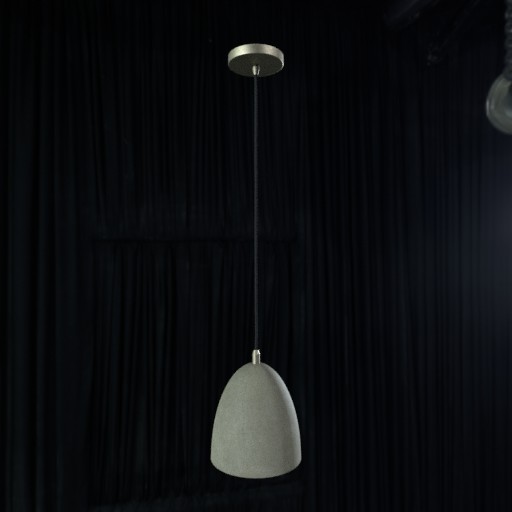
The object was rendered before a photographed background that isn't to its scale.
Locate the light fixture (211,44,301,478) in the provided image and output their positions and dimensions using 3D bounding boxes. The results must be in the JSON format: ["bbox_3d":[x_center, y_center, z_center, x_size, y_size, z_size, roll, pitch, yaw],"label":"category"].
[{"bbox_3d":[0.000,0.000,0.843,0.170,0.759,0.170,0,0,-17],"label":"light fixture"}]
